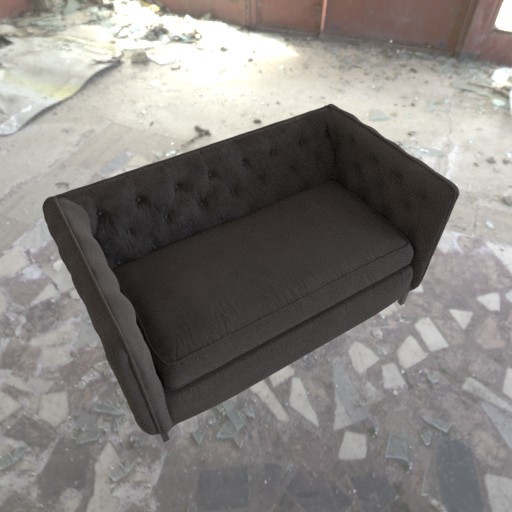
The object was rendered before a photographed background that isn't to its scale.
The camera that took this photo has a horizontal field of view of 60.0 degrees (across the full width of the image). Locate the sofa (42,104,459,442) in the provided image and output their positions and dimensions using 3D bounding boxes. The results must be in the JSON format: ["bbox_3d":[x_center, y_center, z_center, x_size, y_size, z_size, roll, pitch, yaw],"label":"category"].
[{"bbox_3d":[0.000,0.000,2.122,1.583,0.810,0.909,-24,51,-21],"label":"sofa"}]
